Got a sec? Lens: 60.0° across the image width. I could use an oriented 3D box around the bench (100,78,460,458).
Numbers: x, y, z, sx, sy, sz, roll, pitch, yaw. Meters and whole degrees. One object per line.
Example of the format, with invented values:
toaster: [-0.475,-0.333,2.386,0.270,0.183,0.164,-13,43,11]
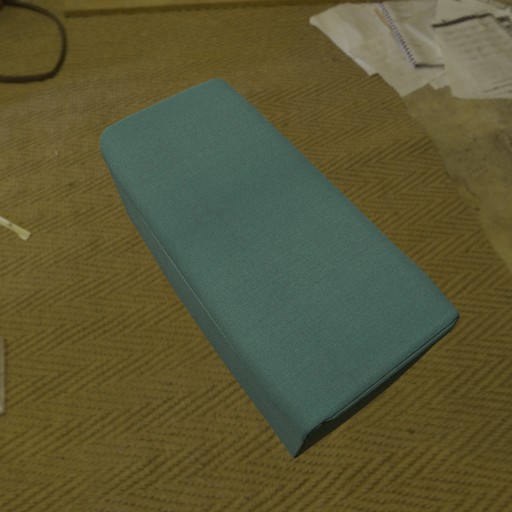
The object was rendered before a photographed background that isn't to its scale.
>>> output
bench: [0.000,0.000,1.284,0.476,0.474,0.995,-31,64,-17]
